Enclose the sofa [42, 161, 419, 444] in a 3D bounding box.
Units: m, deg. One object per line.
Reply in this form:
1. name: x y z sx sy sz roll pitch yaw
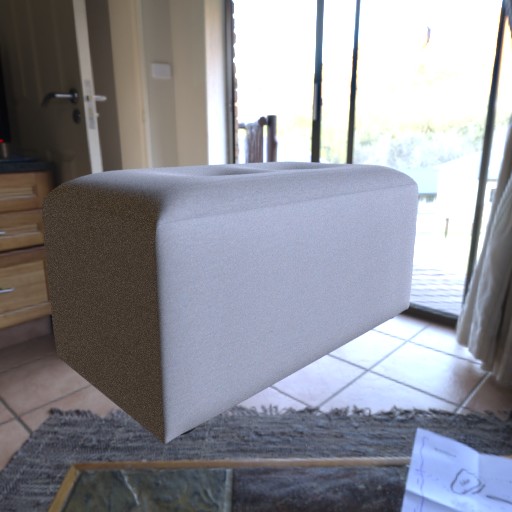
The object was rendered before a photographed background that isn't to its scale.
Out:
1. sofa: 0.000 0.000 1.192 0.480 0.470 0.930 14 20 43
